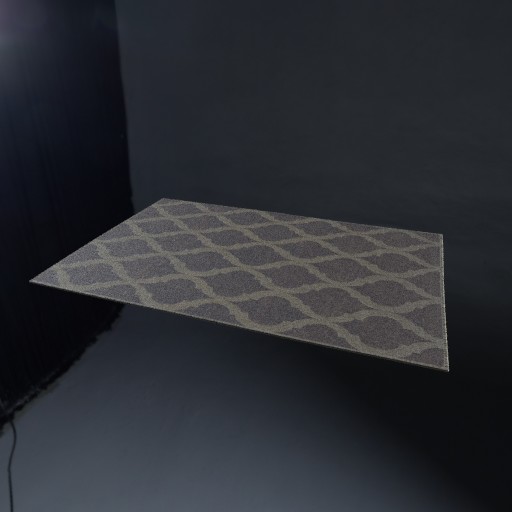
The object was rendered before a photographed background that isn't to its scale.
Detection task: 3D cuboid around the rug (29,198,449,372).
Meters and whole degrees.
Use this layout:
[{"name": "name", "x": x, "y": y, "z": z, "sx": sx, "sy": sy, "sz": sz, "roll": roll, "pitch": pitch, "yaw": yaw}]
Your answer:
[{"name": "rug", "x": 0.000, "y": 0.000, "z": 2.869, "sx": 2.284, "sy": 0.008, "sz": 1.522, "roll": 9, "pitch": 28, "yaw": 17}]
